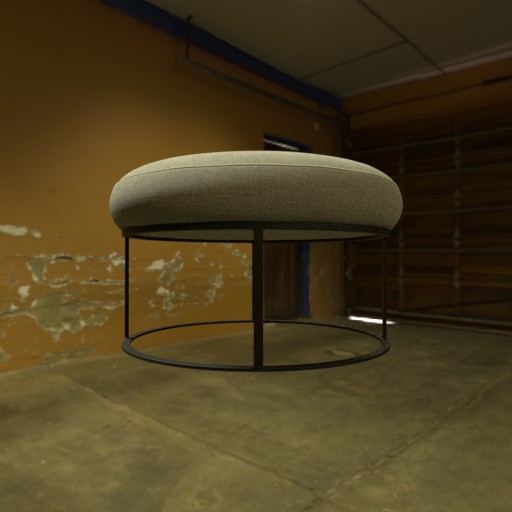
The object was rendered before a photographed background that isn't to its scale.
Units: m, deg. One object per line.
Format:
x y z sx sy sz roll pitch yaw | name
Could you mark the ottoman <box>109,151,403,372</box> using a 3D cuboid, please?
0.000 0.000 1.220 0.769 0.459 0.769 0 -1 0 | ottoman
